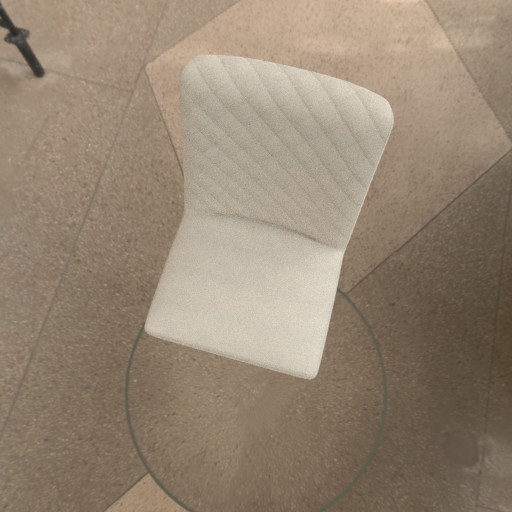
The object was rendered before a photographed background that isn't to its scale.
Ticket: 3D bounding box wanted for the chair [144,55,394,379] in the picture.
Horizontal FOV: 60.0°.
[{"bbox_3d":[0.000,0.000,1.295,0.503,0.933,0.597,15,75,4],"label":"chair"}]
